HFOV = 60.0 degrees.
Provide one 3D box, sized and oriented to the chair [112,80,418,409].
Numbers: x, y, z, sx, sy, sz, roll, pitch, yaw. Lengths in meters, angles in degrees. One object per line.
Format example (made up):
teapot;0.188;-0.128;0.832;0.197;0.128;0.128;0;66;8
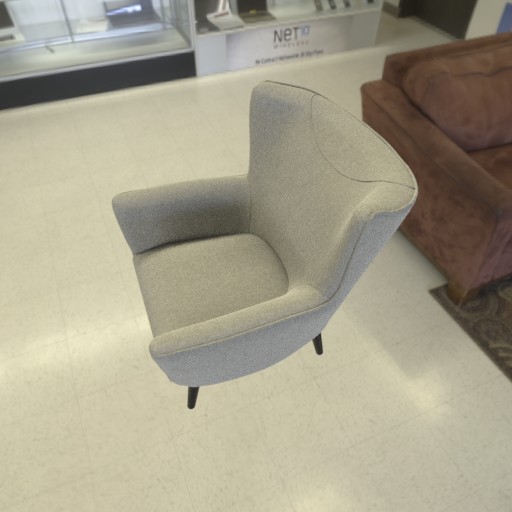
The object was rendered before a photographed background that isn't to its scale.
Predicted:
chair;0.000;0.000;1.622;0.888;0.933;0.781;-16;49;-14
